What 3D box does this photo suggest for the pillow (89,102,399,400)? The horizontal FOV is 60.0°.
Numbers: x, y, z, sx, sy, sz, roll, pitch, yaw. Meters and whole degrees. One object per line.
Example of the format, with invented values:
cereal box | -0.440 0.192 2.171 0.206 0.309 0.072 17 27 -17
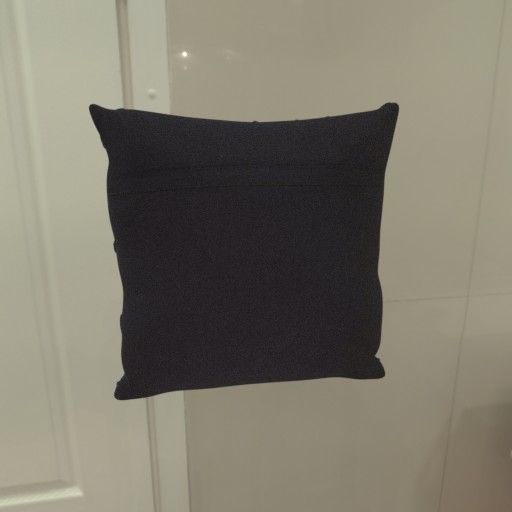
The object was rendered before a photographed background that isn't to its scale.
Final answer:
pillow | 0.000 0.000 0.663 0.439 0.440 0.183 -3 15 -10
